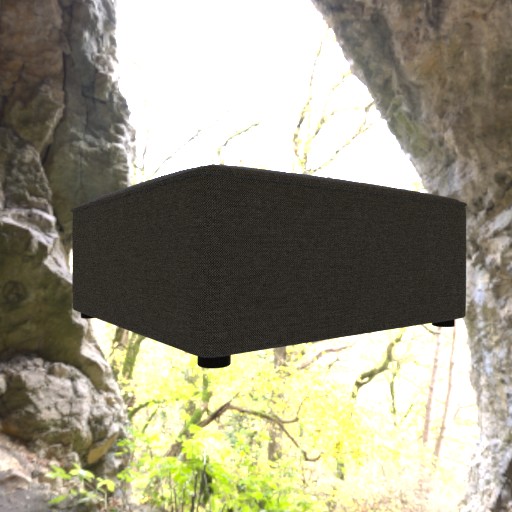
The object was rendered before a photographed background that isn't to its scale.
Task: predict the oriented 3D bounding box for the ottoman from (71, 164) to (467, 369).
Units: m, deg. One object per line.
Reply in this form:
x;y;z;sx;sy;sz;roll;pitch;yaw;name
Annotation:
0.000;0.000;1.543;1.005;0.455;1.005;0;0;-36;ottoman
